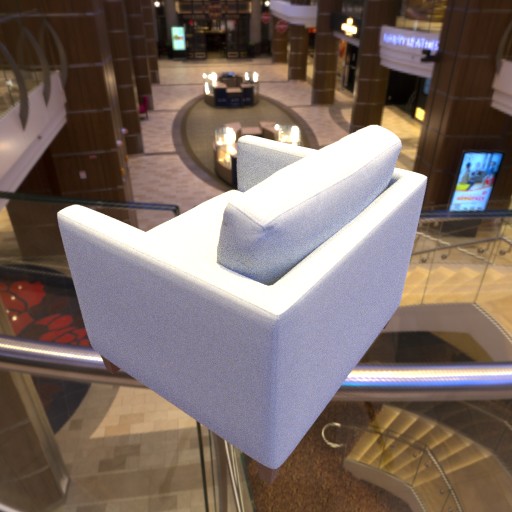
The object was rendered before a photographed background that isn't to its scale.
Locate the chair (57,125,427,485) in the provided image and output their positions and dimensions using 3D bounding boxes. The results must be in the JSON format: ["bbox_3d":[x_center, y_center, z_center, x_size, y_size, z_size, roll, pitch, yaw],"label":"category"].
[{"bbox_3d":[0.000,0.000,1.775,0.953,0.961,1.107,22,38,30],"label":"chair"}]
